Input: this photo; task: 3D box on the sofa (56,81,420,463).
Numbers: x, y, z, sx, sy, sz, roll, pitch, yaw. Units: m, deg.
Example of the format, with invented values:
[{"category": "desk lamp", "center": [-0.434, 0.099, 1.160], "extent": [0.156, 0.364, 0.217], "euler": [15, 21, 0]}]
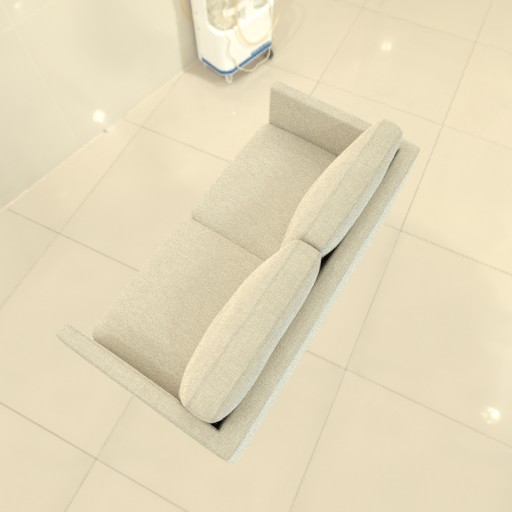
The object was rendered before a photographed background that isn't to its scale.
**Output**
[{"category": "sofa", "center": [0.000, 0.000, 2.392], "extent": [0.950, 0.963, 1.838], "euler": [30, 68, 14]}]
